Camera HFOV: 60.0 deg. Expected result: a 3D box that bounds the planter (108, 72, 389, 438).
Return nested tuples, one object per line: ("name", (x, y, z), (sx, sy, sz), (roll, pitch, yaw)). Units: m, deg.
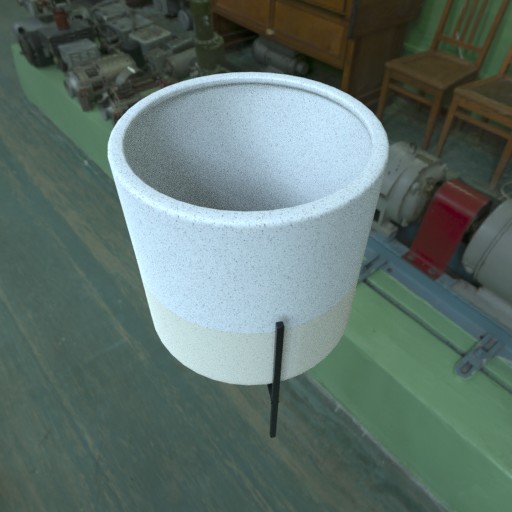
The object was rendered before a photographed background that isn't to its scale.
("planter", (0.000, 0.000, 0.653), (0.335, 0.423, 0.313), (-33, 54, -27))
